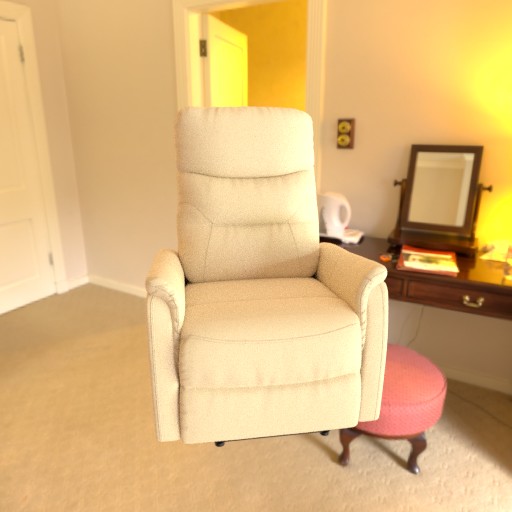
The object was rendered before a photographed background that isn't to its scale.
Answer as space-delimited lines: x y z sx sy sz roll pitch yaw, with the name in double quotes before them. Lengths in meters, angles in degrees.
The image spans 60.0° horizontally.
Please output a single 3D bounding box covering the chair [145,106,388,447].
"chair" 0.000 0.000 1.671 0.775 1.082 0.831 -3 17 -8
